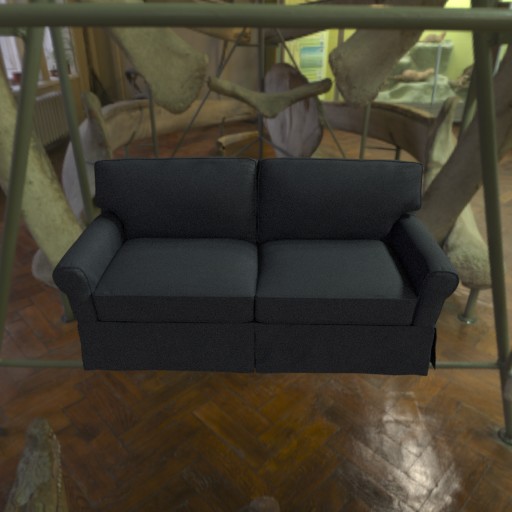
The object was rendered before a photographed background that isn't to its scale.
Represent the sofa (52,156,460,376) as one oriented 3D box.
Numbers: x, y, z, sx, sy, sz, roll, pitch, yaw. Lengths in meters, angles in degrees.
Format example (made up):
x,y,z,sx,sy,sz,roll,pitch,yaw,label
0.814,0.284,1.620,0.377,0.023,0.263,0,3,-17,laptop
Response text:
x,y,z,sx,sy,sz,roll,pitch,yaw,label
0.000,0.000,2.832,2.256,1.094,0.983,1,28,1,sofa
